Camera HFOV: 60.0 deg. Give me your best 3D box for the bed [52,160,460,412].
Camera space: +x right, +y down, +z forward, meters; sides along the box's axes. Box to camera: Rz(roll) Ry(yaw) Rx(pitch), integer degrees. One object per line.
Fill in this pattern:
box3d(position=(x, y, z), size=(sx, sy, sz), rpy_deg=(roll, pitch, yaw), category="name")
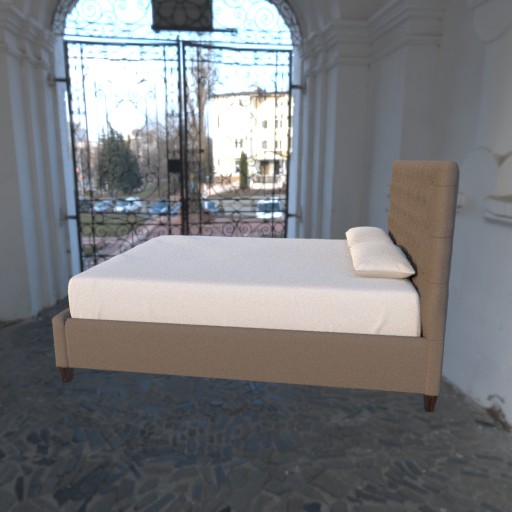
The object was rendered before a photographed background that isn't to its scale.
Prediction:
box3d(position=(0.000, 0.000, 3.377), size=(2.387, 1.427, 1.698), rpy_deg=(2, 12, 9), category="bed")
